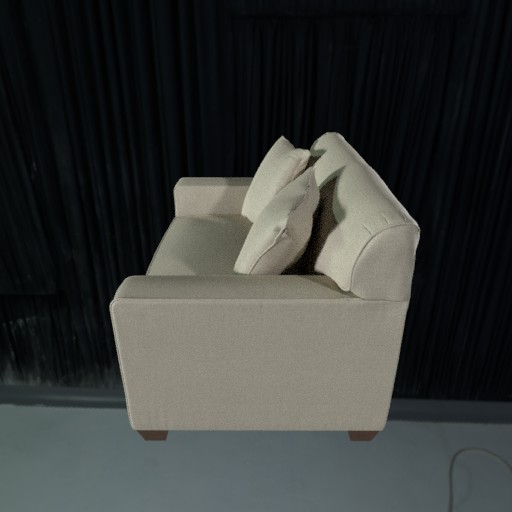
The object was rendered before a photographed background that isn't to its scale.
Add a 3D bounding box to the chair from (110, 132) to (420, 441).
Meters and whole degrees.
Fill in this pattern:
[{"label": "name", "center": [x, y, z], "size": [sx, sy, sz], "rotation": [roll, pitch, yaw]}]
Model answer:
[{"label": "chair", "center": [0.000, 0.000, 2.077], "size": [1.000, 0.948, 1.383], "rotation": [0, 26, 0]}]
